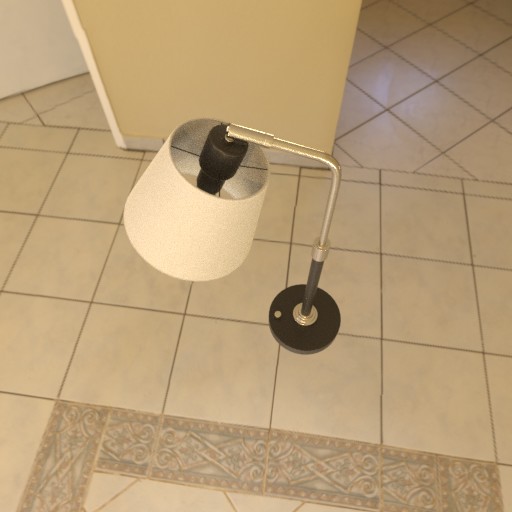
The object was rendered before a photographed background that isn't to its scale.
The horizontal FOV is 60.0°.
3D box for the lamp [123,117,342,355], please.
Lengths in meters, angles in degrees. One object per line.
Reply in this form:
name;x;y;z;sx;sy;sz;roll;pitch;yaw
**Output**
lamp;0.000;0.000;0.696;0.348;0.539;0.181;-2;59;-1
